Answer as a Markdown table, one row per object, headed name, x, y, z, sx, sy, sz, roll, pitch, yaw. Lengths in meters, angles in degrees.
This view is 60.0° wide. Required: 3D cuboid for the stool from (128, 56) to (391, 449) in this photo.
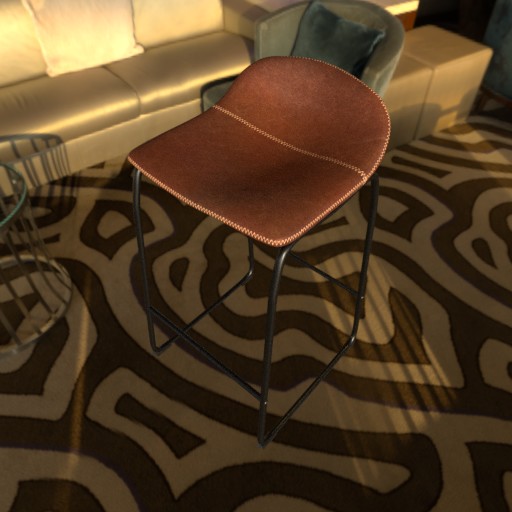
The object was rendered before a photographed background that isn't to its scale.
| name | x | y | z | sx | sy | sz | roll | pitch | yaw |
| --- | --- | --- | --- | --- | --- | --- | --- | --- | --- |
| stool | 0.000 | 0.000 | 1.121 | 0.454 | 0.830 | 0.473 | 32 | 53 | 28 |
